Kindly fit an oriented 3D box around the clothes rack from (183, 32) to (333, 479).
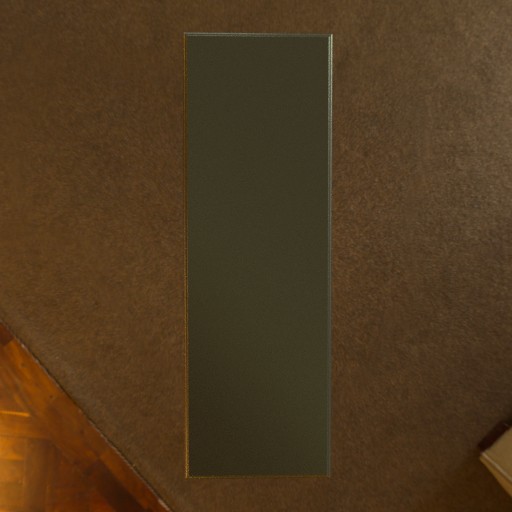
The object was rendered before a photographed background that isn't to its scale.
[{"bbox_3d":[0.000,0.000,1.479,0.406,0.556,1.219,0,92,-1],"label":"clothes rack"}]
